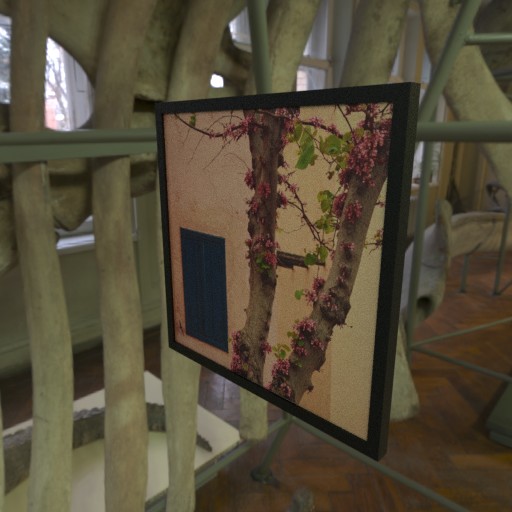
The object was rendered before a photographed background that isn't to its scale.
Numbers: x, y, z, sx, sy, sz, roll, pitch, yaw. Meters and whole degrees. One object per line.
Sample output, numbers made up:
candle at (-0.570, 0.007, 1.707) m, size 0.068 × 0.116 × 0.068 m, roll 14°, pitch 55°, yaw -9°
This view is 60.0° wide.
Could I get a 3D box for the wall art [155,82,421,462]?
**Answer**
wall art at (0.000, 0.000, 1.115) m, size 0.762 × 0.762 × 0.038 m, roll 14°, pitch 21°, yaw 42°
